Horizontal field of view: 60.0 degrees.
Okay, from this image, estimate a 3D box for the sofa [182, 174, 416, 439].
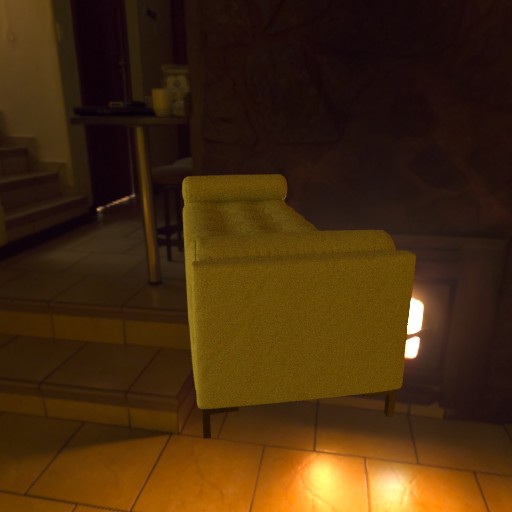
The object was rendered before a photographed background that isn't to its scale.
[{"bbox_3d":[0.000,0.000,2.517,0.796,0.705,2.102,-3,18,-9],"label":"sofa"}]
